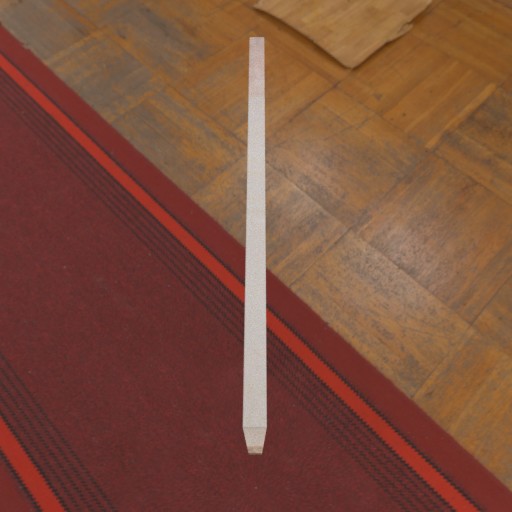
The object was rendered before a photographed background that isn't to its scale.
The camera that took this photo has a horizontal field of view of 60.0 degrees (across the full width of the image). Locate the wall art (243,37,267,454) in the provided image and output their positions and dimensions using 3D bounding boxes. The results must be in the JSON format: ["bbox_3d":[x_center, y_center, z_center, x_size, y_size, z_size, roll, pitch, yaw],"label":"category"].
[{"bbox_3d":[0.000,0.000,1.163,0.040,0.608,0.916,0,62,0],"label":"wall art"}]
